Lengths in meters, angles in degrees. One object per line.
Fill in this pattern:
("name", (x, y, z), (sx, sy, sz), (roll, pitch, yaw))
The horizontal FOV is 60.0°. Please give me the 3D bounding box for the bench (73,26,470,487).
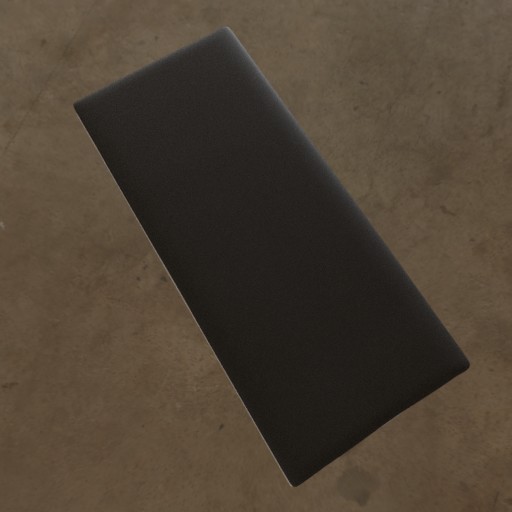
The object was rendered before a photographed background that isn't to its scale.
("bench", (0.000, 0.000, 1.122), (0.401, 0.500, 0.899), (-31, 77, -8))
